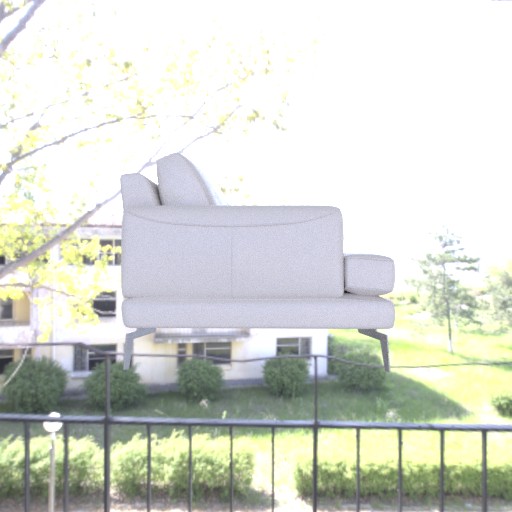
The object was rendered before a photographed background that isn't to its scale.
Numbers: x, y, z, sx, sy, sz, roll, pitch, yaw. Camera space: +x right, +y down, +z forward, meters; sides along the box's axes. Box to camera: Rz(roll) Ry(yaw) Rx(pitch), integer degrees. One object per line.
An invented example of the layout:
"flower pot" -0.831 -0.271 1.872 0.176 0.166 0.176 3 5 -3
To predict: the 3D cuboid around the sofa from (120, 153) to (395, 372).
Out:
"sofa" 0.000 0.000 2.408 0.974 0.765 1.940 0 0 2
